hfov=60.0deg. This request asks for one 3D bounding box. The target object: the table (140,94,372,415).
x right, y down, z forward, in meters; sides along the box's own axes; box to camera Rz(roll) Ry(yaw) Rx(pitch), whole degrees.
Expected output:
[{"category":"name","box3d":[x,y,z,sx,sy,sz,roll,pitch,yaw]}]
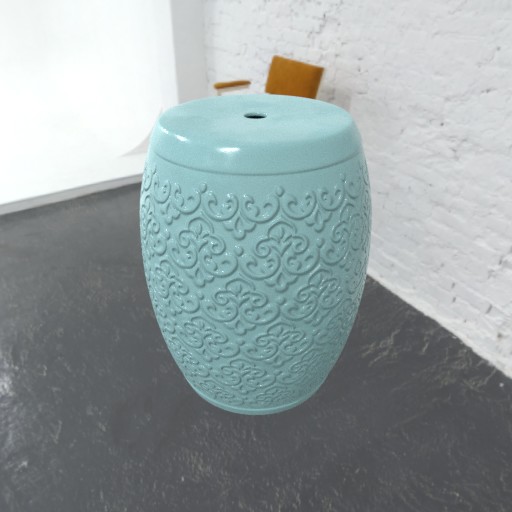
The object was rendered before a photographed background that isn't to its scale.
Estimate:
[{"category":"table","box3d":[0.000,0.000,0.630,0.309,0.397,0.309,0,32,0]}]
